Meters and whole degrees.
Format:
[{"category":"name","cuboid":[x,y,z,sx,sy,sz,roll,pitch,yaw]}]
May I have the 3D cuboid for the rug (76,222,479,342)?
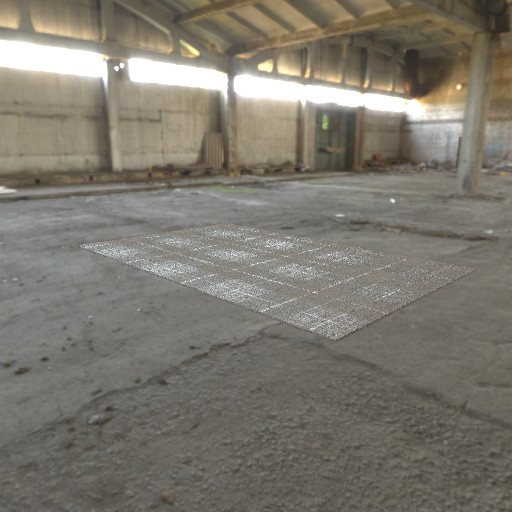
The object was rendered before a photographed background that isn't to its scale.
[{"category":"rug","cuboid":[0.000,0.000,3.117,1.549,0.010,2.464,-13,19,-43]}]
